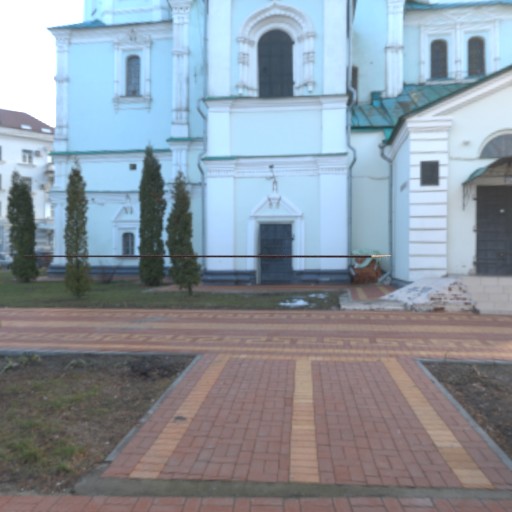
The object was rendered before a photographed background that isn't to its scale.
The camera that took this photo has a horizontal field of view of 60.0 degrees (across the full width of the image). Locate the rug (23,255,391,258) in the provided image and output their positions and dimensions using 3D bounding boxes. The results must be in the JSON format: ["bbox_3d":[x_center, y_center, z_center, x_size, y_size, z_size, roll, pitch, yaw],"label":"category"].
[{"bbox_3d":[0.000,0.000,4.253,2.381,0.013,3.197,0,0,19],"label":"rug"}]
